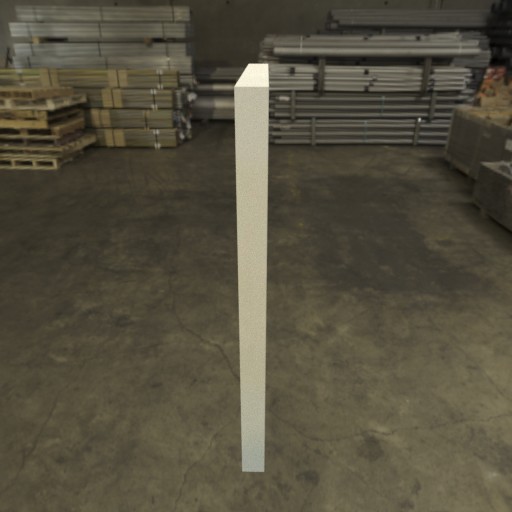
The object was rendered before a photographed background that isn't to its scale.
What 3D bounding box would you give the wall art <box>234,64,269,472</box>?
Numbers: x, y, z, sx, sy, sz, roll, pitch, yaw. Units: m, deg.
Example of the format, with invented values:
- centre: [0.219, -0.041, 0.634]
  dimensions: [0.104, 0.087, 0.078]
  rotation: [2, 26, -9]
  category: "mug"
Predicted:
- centre: [0.000, 0.000, 0.794]
  dimensions: [0.038, 0.611, 0.408]
  rotation: [1, 27, 1]
  category: "wall art"
